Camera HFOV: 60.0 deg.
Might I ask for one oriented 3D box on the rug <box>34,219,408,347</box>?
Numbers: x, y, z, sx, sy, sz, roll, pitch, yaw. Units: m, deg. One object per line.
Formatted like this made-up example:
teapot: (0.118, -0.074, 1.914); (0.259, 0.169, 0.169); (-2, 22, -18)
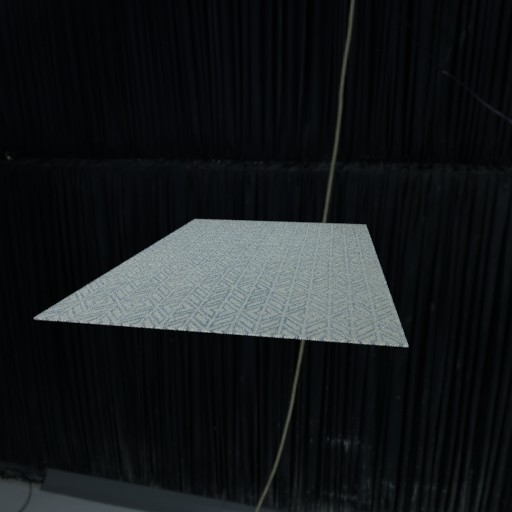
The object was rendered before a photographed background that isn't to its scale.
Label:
rug: (0.000, 0.000, 2.272); (1.220, 0.008, 1.824); (3, 16, 9)
